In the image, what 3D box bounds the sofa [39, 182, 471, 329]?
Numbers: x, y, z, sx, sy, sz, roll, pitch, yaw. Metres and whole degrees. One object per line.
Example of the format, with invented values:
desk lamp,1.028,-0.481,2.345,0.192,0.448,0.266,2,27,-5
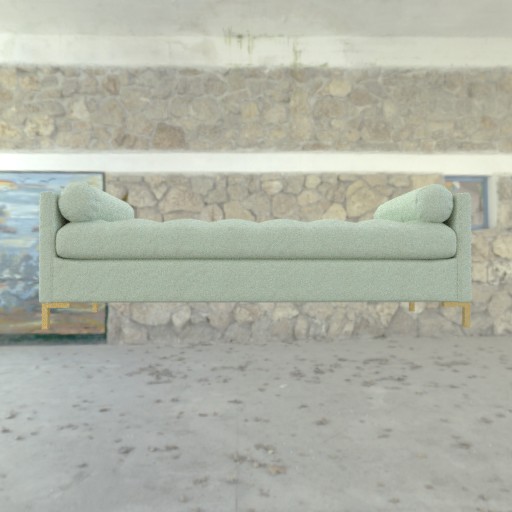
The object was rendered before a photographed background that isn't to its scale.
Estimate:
sofa,0.000,0.000,2.496,2.102,0.705,0.796,0,-1,-1
